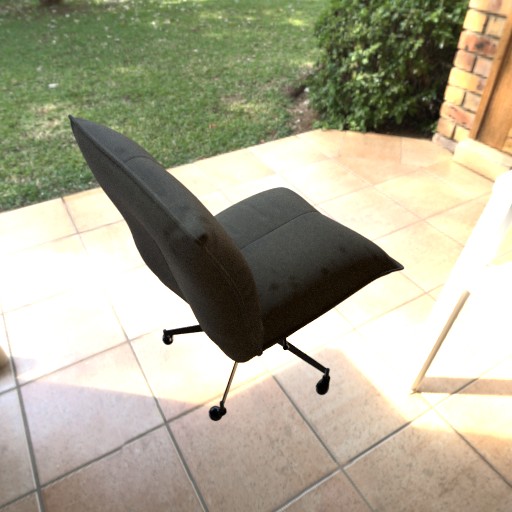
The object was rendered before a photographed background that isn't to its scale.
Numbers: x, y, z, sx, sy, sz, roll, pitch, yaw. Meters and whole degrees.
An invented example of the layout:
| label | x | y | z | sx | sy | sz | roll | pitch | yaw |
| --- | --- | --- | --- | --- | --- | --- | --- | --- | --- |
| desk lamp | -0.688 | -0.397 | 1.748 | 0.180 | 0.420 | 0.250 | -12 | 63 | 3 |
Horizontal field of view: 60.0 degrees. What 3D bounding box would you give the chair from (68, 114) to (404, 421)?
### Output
| label | x | y | z | sx | sy | sz | roll | pitch | yaw |
| --- | --- | --- | --- | --- | --- | --- | --- | --- | --- |
| chair | 0.000 | 0.000 | 1.271 | 0.696 | 0.811 | 0.597 | -26 | 46 | -27 |
